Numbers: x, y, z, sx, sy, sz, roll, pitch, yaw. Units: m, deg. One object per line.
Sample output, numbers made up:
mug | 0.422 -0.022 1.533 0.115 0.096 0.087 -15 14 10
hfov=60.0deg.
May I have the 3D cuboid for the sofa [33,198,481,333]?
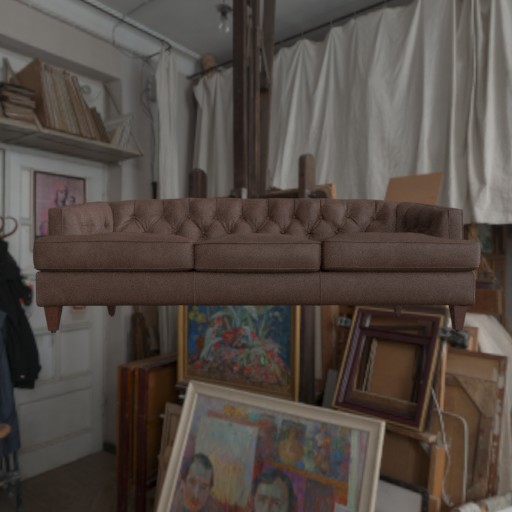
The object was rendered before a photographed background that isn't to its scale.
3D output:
sofa | 0.000 0.000 2.599 2.227 0.787 0.927 0 -1 -1
